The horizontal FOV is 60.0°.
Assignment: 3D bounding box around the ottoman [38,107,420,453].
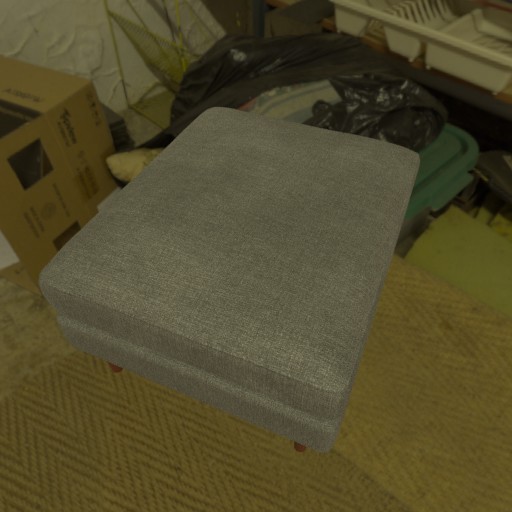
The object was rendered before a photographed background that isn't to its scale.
[{"bbox_3d":[0.000,0.000,1.225,0.693,0.474,0.821,17,49,16],"label":"ottoman"}]
